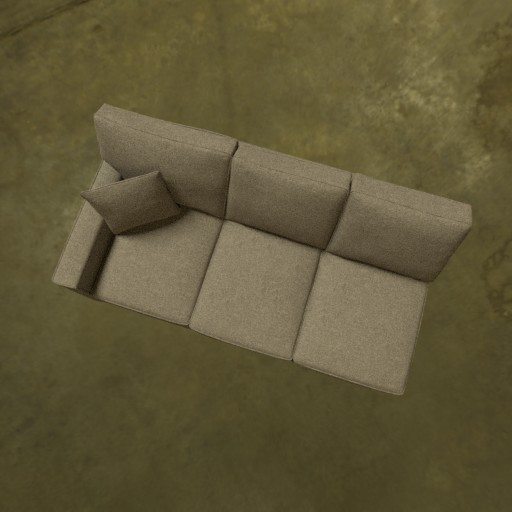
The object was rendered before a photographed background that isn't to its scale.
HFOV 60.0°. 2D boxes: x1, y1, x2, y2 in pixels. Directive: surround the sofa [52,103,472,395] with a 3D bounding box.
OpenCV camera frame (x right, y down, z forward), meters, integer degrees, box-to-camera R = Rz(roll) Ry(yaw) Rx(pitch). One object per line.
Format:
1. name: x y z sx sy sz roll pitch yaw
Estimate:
1. sofa: 0.000 0.000 2.523 1.963 0.946 1.034 17 77 4
